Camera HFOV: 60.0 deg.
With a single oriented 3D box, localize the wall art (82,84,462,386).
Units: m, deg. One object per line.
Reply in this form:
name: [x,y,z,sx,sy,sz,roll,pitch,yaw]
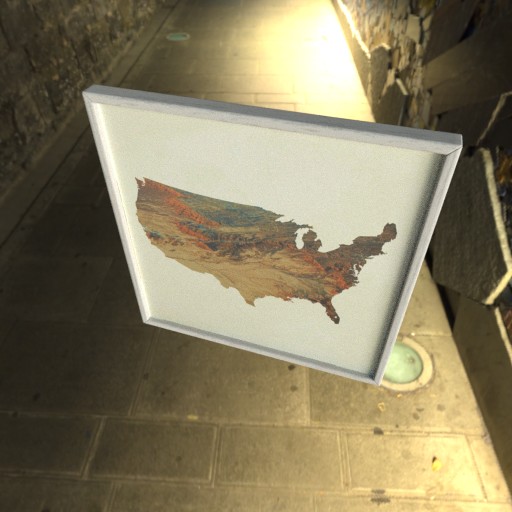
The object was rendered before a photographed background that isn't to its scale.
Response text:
wall art: [0.000,0.000,1.893,1.287,1.288,0.078,12,44,13]
